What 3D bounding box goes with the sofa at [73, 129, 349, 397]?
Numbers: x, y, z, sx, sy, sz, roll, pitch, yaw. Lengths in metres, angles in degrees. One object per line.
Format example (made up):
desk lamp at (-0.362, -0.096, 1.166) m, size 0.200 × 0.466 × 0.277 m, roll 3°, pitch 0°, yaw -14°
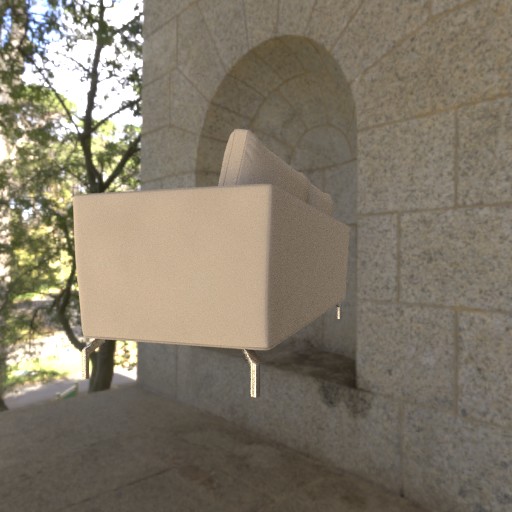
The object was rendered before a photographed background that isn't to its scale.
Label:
sofa at (0.000, 0.000, 2.690) m, size 0.868 × 1.005 × 2.214 m, roll 0°, pitch 0°, yaw 19°
